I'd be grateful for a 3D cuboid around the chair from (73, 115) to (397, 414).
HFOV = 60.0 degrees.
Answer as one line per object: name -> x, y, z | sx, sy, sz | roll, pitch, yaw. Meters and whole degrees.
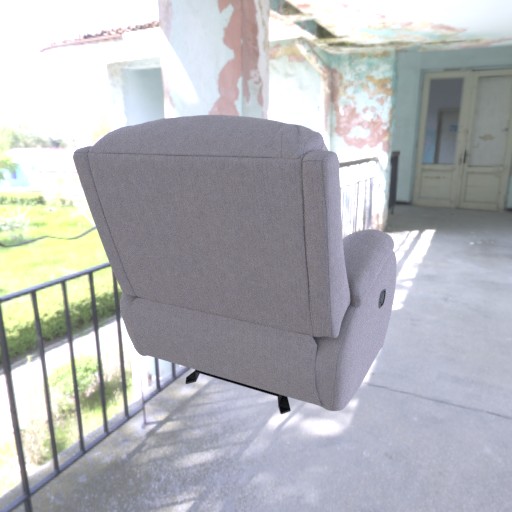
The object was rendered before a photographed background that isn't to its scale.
chair -> 0.000, 0.000, 1.700 | 0.930, 1.011, 0.899 | 8, 17, 27
